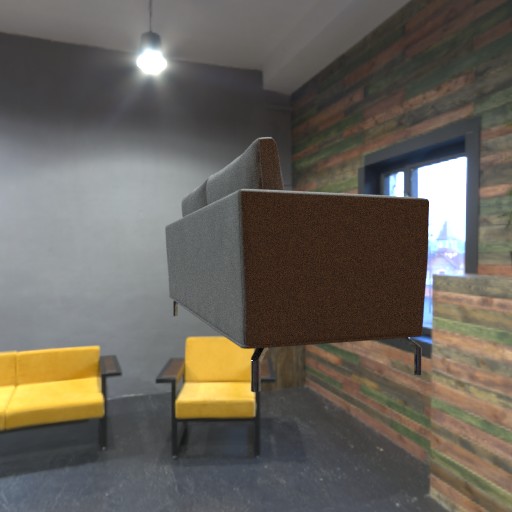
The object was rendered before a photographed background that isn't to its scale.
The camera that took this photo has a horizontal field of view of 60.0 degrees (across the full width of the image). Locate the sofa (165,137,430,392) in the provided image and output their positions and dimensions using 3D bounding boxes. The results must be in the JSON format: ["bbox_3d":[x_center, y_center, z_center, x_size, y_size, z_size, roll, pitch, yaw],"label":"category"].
[{"bbox_3d":[0.000,0.000,2.775,0.869,1.002,2.212,0,0,-18],"label":"sofa"}]
